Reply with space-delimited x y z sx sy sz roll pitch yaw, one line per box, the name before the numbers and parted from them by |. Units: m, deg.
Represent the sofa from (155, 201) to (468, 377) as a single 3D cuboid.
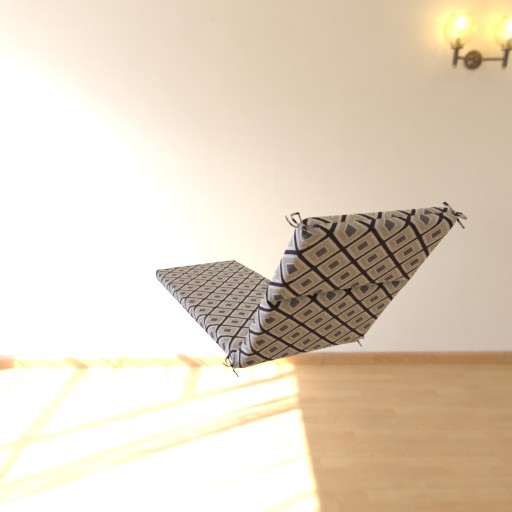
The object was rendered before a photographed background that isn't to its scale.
sofa | 0.000 0.000 1.934 0.582 0.622 1.663 -7 16 -25
